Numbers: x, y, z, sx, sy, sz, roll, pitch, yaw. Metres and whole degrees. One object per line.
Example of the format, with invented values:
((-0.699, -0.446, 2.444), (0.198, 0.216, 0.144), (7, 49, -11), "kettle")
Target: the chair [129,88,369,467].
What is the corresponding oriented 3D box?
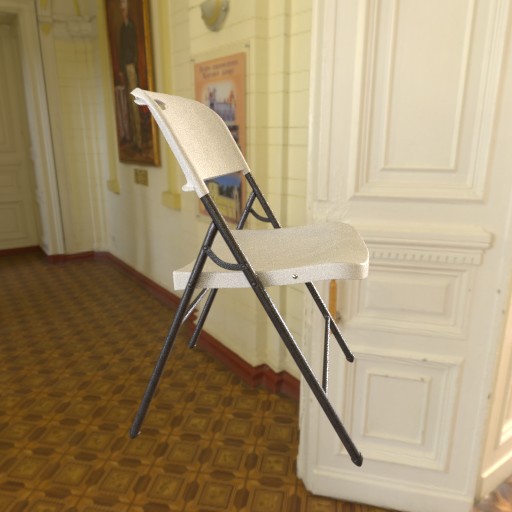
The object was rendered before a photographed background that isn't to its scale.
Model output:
((0.000, 0.000, 1.148), (0.566, 0.810, 0.494), (3, 16, 9), "chair")
